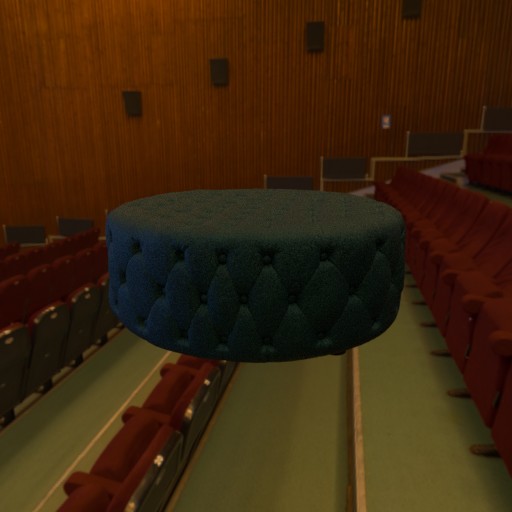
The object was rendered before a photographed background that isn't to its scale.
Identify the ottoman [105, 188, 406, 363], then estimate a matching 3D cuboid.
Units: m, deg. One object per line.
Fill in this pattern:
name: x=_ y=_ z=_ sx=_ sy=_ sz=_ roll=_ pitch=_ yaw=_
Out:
ottoman: x=0.000 y=0.000 z=1.566 sx=0.998 sy=0.398 sz=0.998 roll=0 pitch=15 yaw=0
